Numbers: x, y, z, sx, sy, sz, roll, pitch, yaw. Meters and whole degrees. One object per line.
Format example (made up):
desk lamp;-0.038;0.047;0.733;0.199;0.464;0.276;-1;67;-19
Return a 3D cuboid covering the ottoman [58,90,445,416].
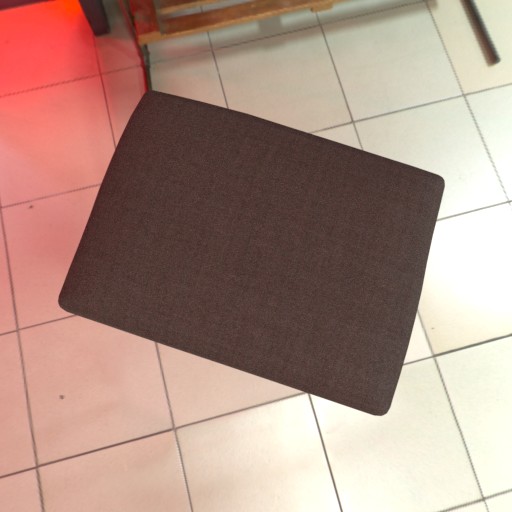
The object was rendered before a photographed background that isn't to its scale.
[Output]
ottoman;0.000;0.000;1.229;0.809;0.555;0.599;18;78;4
